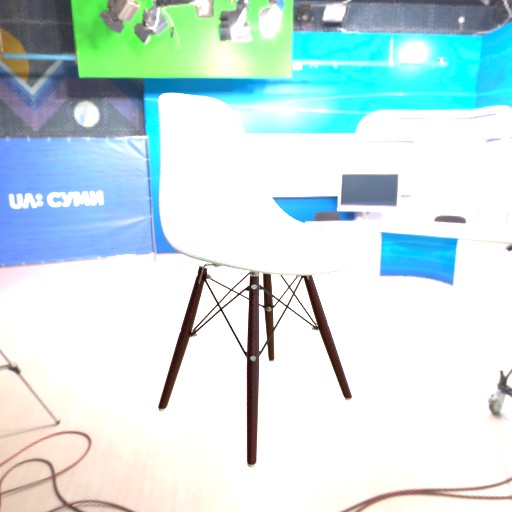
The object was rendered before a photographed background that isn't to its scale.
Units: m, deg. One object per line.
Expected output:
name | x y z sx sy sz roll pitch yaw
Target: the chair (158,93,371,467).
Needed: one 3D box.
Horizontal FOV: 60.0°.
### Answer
chair | 0.000 0.000 1.135 0.533 0.826 0.470 12 18 43
